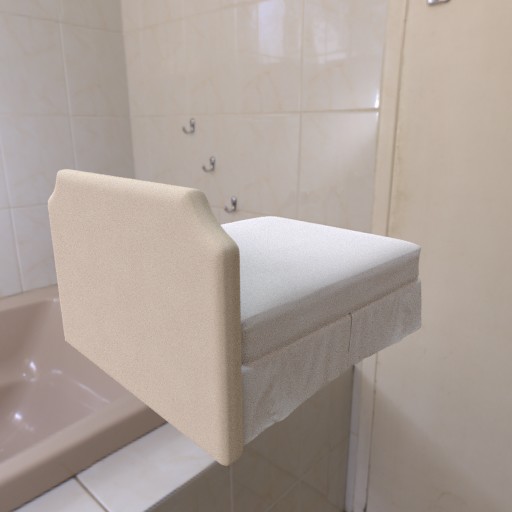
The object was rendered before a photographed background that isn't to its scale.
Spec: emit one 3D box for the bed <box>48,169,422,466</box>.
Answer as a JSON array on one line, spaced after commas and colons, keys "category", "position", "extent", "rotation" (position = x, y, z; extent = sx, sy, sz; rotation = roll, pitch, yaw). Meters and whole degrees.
[{"category": "bed", "position": [0.000, 0.000, 3.234], "extent": [2.209, 1.296, 1.827], "rotation": [-15, 22, -43]}]
